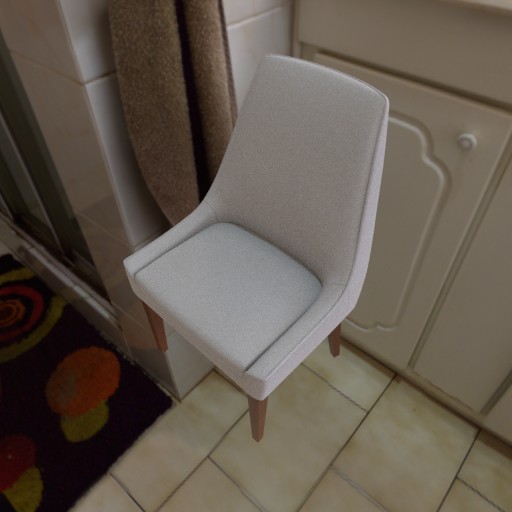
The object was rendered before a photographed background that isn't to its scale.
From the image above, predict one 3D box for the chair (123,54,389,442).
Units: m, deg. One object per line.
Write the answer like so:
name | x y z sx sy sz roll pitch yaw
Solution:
chair | 0.000 0.000 1.200 0.529 0.861 0.544 34 54 29
